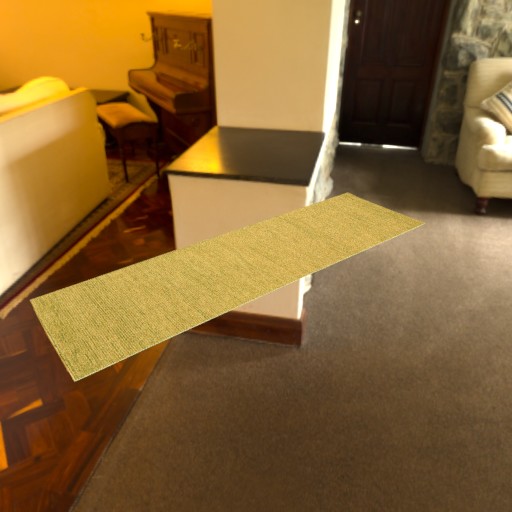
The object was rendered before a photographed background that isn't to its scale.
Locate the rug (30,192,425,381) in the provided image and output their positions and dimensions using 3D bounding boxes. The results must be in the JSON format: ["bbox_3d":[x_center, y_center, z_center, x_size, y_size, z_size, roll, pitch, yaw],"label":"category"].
[{"bbox_3d":[0.000,0.000,2.593,2.340,0.013,0.686,-21,36,-31],"label":"rug"}]
